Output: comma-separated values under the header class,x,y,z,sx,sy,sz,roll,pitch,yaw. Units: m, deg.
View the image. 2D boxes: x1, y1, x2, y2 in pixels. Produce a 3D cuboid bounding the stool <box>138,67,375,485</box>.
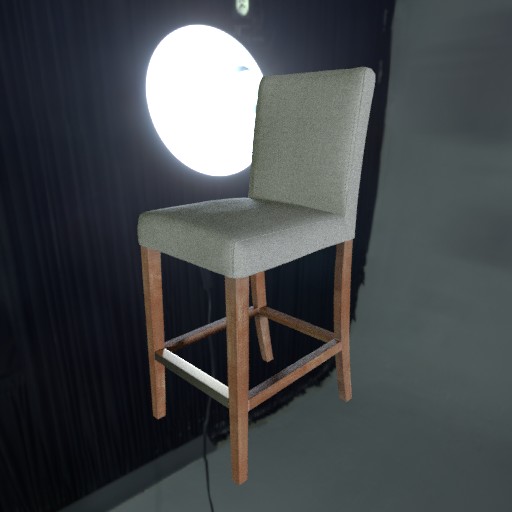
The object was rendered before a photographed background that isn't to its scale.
class,x,y,z,sx,sy,sz,roll,pitch,yaw
stool,0.000,0.000,1.362,0.439,1.088,0.570,16,23,43
